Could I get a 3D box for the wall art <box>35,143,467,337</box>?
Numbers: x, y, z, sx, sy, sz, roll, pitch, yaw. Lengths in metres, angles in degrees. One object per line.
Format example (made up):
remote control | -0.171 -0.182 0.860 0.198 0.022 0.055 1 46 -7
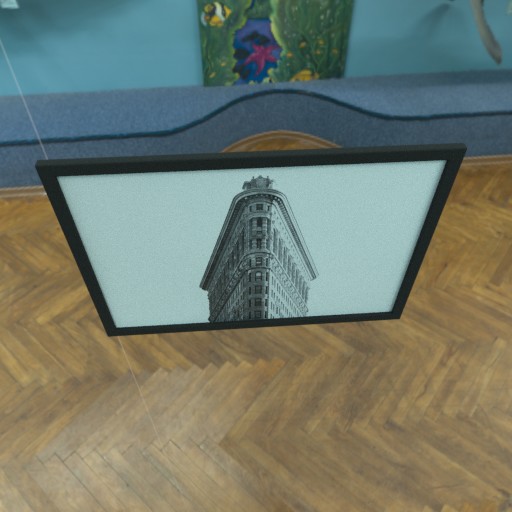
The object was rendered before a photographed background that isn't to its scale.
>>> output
wall art | 0.000 0.000 1.224 0.958 0.656 0.026 -3 46 -3
